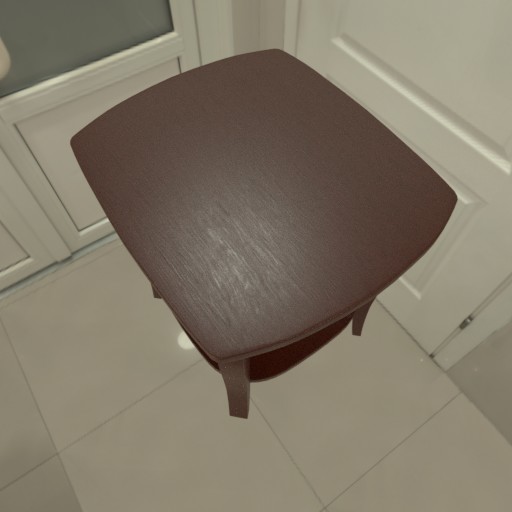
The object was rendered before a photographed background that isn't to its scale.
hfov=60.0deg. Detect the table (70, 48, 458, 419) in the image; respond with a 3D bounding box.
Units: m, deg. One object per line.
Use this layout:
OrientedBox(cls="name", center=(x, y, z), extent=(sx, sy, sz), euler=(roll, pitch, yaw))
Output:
OrientedBox(cls="table", center=(0.000, 0.000, 0.857), extent=(0.433, 0.496, 0.502), euler=(-31, 63, -17))
